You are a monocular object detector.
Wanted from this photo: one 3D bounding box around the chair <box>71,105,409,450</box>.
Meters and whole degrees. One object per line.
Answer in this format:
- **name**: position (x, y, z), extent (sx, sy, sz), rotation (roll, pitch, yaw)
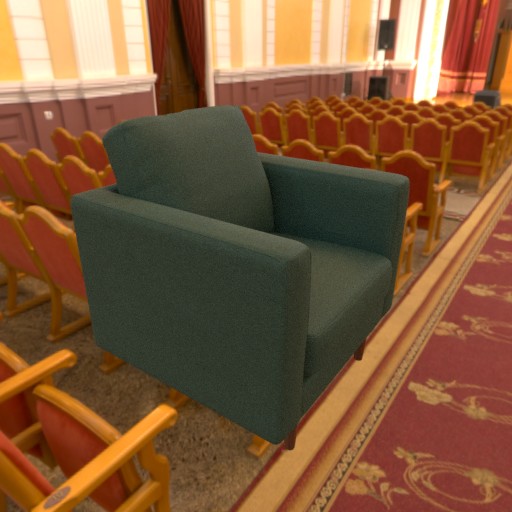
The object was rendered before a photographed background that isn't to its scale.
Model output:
- **chair**: position (0.000, 0.000, 1.525), extent (0.800, 0.927, 0.855), rotation (16, 30, 31)
